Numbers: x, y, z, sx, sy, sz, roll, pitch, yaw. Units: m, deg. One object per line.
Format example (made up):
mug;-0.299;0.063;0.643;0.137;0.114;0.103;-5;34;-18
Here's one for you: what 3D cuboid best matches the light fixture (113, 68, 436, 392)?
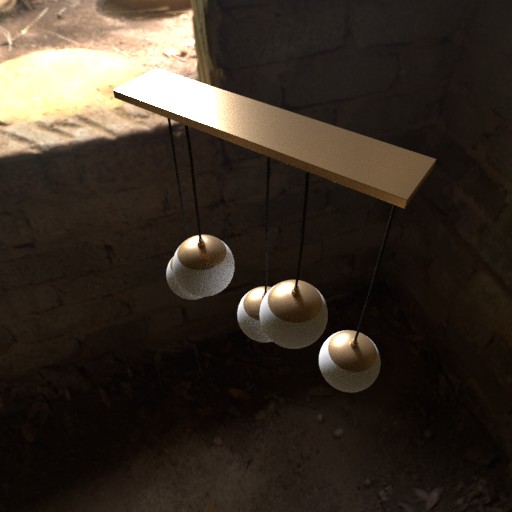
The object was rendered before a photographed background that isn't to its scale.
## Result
light fixture;0.000;0.000;1.303;0.863;0.869;0.299;26;51;23
